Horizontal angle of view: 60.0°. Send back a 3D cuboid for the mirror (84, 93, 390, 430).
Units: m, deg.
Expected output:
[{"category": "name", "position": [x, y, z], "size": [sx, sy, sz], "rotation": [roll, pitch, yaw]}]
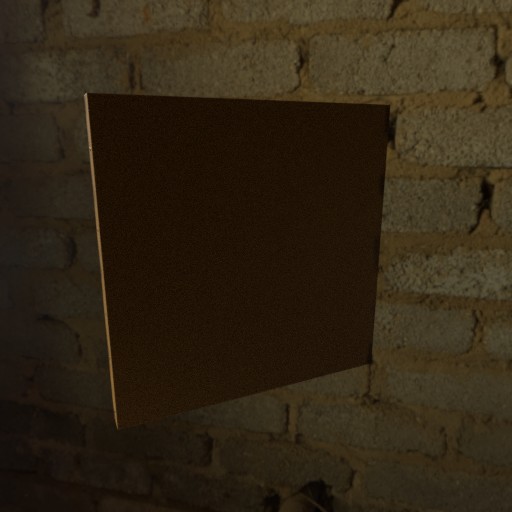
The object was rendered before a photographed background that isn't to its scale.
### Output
[{"category": "mirror", "position": [0.000, 0.000, 0.765], "size": [0.509, 0.507, 0.042], "rotation": [-7, 16, -24]}]
